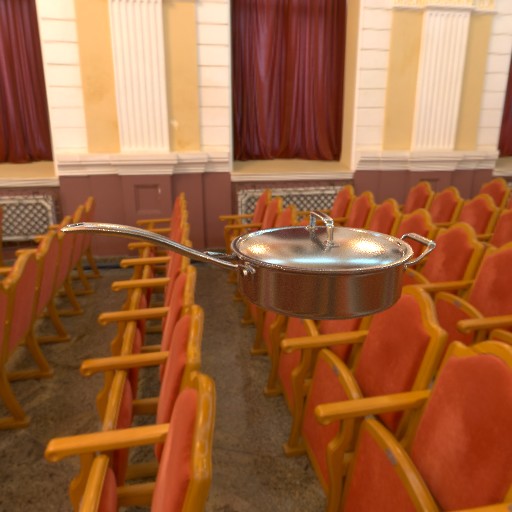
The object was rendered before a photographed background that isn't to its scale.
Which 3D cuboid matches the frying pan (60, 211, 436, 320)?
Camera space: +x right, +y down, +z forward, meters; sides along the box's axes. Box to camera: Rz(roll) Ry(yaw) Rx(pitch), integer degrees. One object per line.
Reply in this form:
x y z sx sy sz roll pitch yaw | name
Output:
0.000 0.000 0.601 0.492 0.111 0.245 -3 16 -9 | frying pan
